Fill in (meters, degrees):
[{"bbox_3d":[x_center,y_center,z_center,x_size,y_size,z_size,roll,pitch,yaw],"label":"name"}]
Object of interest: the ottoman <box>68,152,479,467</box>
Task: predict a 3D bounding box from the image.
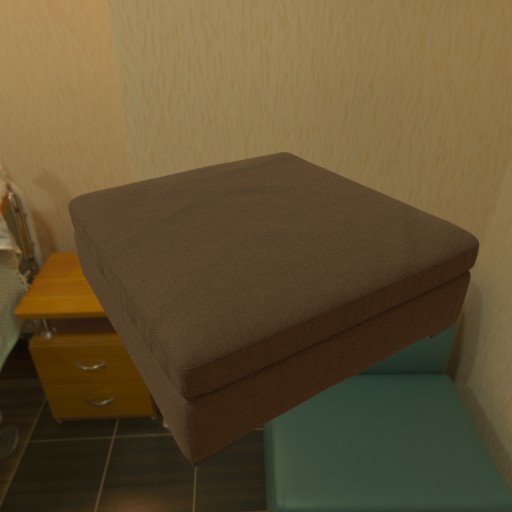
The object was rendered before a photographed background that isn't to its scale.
[{"bbox_3d":[0.000,0.000,1.789,1.181,0.470,1.181,-18,35,-28],"label":"ottoman"}]
